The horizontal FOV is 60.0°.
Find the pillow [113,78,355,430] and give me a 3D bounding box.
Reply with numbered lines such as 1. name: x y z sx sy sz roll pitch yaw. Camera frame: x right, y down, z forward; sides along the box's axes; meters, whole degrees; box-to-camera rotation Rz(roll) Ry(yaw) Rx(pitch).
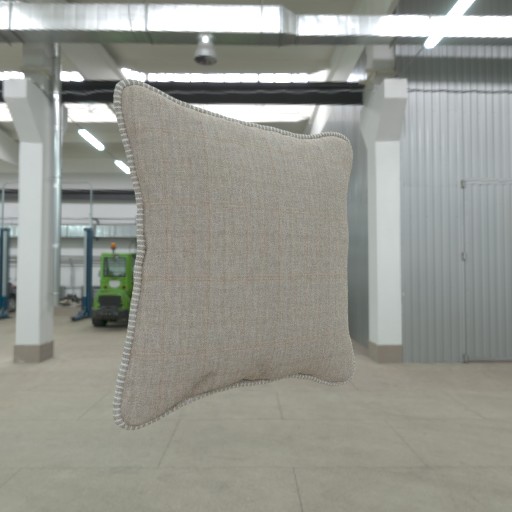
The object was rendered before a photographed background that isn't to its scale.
1. pillow: 0.000 0.000 0.748 0.485 0.494 0.124 1 -2 -36
